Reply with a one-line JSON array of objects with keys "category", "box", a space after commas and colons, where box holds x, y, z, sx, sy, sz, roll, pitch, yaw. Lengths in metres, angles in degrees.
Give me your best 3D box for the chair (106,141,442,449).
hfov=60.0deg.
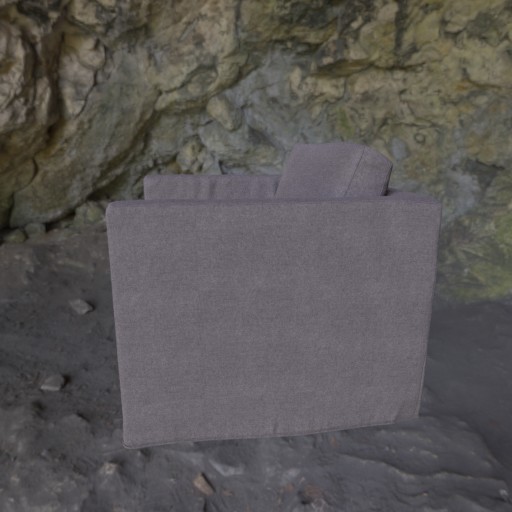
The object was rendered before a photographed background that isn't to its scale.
[{"category": "chair", "box": [0.000, 0.000, 1.727, 0.949, 0.863, 1.057, -2, 15, -8]}]
